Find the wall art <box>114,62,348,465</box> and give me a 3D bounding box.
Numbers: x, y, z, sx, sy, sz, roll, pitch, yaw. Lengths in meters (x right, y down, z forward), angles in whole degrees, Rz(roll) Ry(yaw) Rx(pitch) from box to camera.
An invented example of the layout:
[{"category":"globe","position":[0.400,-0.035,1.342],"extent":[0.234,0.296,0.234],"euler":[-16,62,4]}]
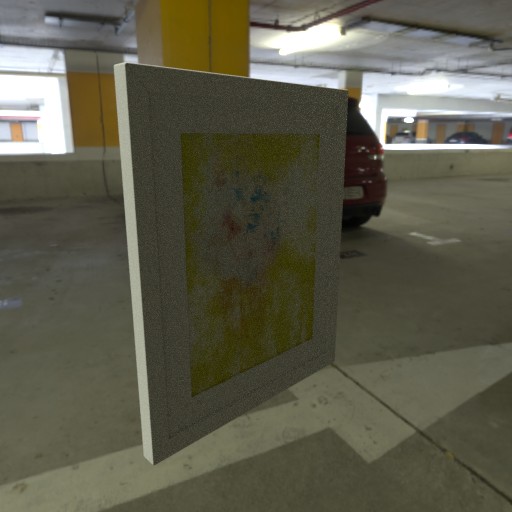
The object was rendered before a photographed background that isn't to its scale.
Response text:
[{"category":"wall art","position":[0.000,0.000,0.748],"extent":[0.454,0.556,0.028],"euler":[-14,21,-43]}]
